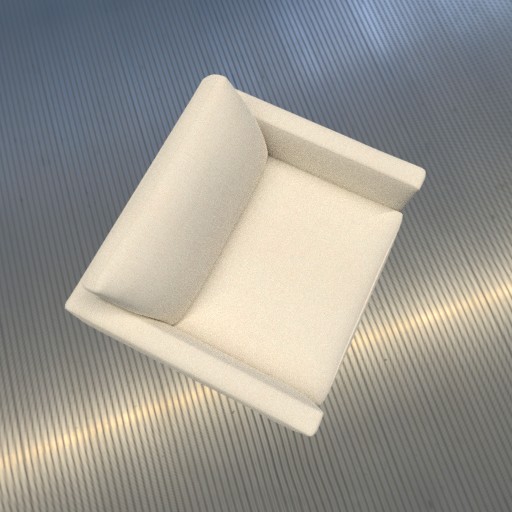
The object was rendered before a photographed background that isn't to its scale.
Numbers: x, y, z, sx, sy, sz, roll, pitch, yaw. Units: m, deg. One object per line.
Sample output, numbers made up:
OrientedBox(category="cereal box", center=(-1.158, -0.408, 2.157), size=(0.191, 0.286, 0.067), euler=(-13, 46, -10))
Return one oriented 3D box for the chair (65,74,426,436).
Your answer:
OrientedBox(category="chair", center=(0.000, 0.000, 1.628), size=(0.875, 0.806, 0.964), euler=(25, 76, 7))
